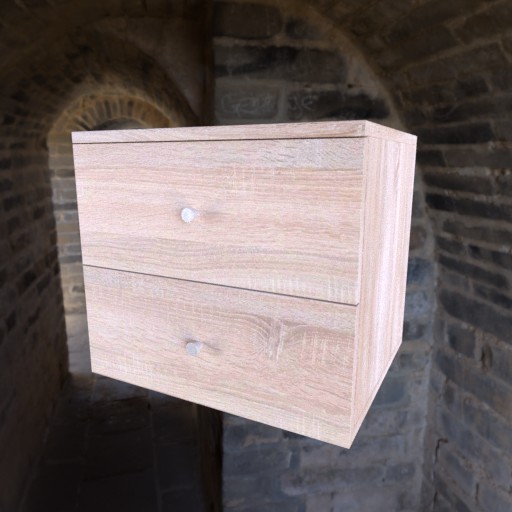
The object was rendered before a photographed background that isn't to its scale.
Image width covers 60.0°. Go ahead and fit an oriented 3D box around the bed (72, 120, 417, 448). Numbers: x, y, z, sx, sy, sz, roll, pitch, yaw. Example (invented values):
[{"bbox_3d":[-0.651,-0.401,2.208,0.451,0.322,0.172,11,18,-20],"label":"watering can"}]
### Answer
[{"bbox_3d":[0.000,0.000,0.790,0.460,0.420,0.401,6,14,27],"label":"bed"}]
